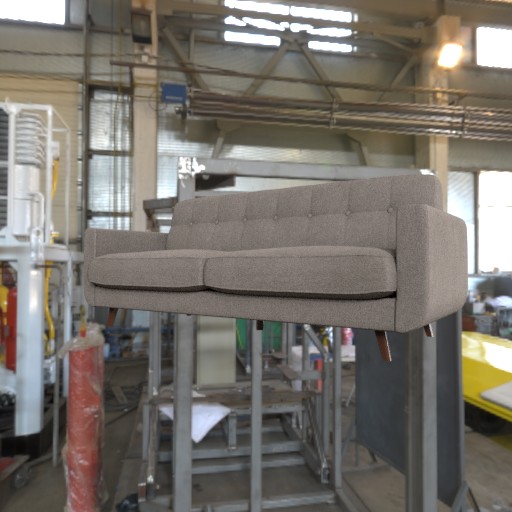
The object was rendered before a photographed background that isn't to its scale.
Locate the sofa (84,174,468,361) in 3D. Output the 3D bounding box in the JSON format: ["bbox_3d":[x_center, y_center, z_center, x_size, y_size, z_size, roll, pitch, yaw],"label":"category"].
[{"bbox_3d":[0.000,0.000,2.477,2.029,0.841,0.909,-1,-1,34],"label":"sofa"}]
